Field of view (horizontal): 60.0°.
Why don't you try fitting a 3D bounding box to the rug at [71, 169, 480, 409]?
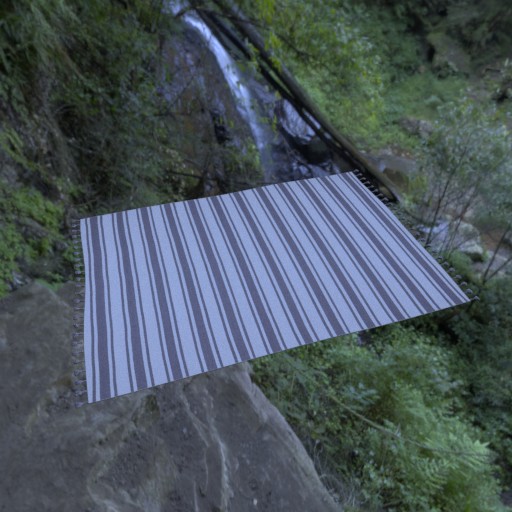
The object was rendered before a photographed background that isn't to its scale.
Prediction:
[{"bbox_3d":[0.000,0.000,3.814,3.040,0.017,2.030,-12,43,-13],"label":"rug"}]
